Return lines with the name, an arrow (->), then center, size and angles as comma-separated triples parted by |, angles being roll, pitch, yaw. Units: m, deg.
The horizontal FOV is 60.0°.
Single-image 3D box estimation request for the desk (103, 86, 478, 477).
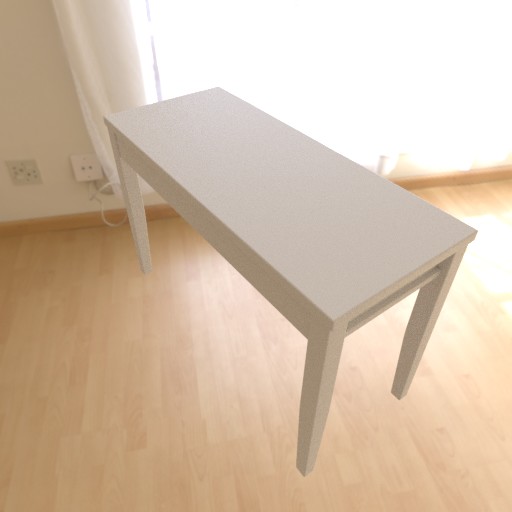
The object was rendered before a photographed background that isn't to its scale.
desk -> 0.000, 0.000, 1.633 | 0.508, 0.775, 1.220 | -26, 48, -26
